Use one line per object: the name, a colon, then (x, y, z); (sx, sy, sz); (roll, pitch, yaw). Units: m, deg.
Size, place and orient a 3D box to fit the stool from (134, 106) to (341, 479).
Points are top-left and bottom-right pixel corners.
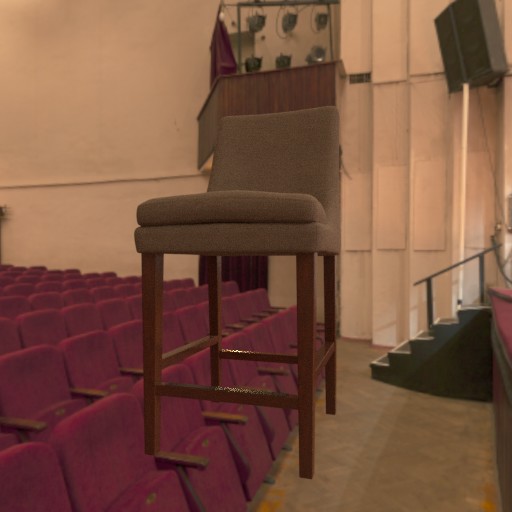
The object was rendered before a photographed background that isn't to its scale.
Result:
stool: (0.000, 0.000, 1.278); (0.470, 0.981, 0.577); (0, 0, 17)
